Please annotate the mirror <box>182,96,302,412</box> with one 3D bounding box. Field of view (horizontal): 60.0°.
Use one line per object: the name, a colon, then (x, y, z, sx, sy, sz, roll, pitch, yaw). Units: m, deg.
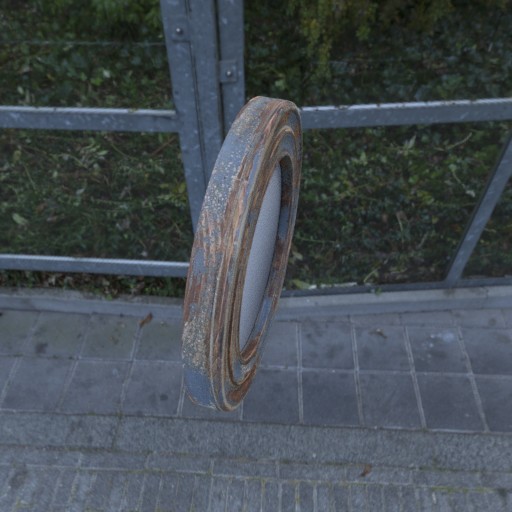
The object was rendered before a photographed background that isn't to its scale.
mirror: (0.000, 0.000, 0.867, 0.061, 0.585, 0.585, 12, 47, 11)
